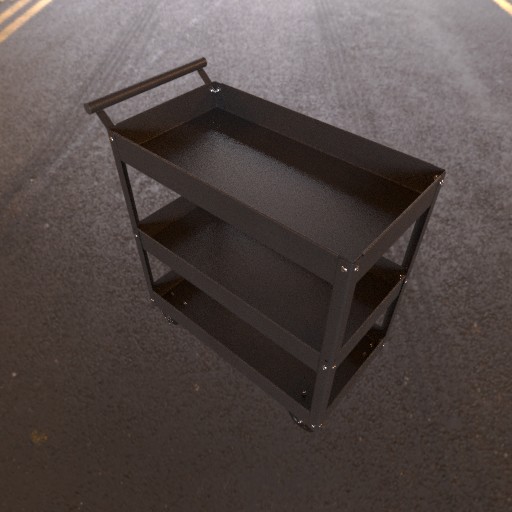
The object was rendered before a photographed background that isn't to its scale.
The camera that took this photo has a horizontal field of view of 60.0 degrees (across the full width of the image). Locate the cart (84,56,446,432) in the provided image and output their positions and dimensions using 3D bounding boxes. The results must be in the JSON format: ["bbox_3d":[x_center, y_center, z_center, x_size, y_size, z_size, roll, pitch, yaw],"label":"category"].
[{"bbox_3d":[0.000,0.000,1.200,0.719,0.780,0.366,31,52,28],"label":"cart"}]
